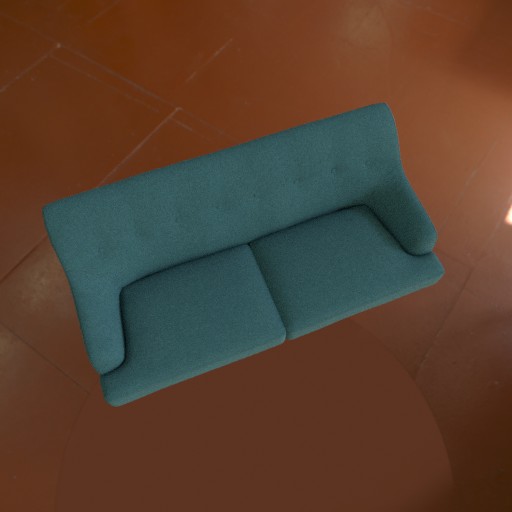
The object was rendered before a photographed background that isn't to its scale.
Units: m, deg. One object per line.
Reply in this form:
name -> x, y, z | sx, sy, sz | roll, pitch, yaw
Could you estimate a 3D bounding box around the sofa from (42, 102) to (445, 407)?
sofa -> 0.000, 0.000, 2.578 | 2.057, 0.871, 0.978 | -19, 65, -9
